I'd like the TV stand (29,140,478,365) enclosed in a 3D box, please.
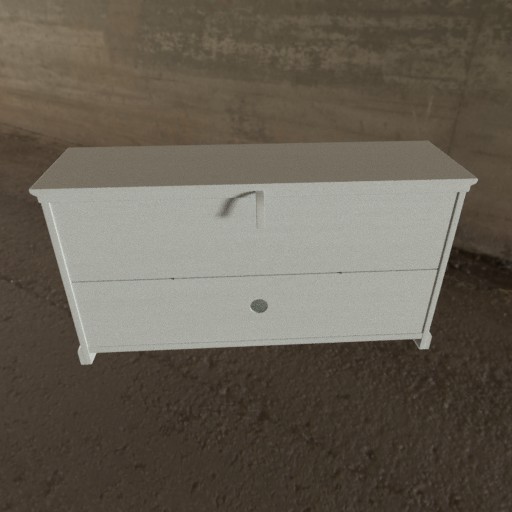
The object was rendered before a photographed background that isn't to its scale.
[{"bbox_3d":[0.000,0.000,1.454,1.187,0.624,0.424,-2,32,-3],"label":"TV stand"}]
